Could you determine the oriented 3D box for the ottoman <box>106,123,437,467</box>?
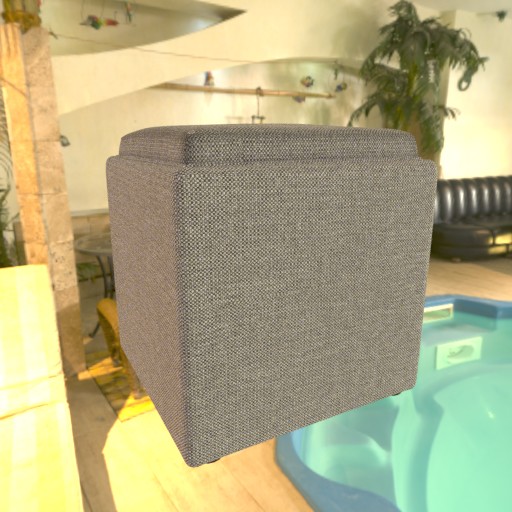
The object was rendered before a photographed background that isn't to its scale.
[{"bbox_3d":[0.000,0.000,0.846,0.454,0.487,0.436,-8,17,-28],"label":"ottoman"}]
